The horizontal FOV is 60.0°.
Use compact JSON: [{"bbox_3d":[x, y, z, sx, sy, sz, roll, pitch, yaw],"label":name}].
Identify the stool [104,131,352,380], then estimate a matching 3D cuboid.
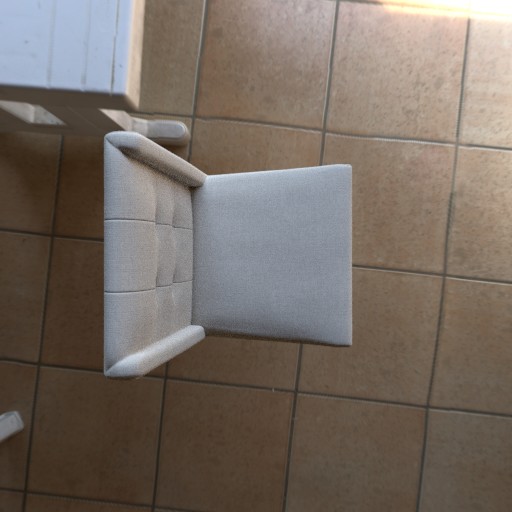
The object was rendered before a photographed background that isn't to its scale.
[{"bbox_3d":[0.000,0.000,1.223,0.509,0.939,0.474,0,90,2],"label":"stool"}]
